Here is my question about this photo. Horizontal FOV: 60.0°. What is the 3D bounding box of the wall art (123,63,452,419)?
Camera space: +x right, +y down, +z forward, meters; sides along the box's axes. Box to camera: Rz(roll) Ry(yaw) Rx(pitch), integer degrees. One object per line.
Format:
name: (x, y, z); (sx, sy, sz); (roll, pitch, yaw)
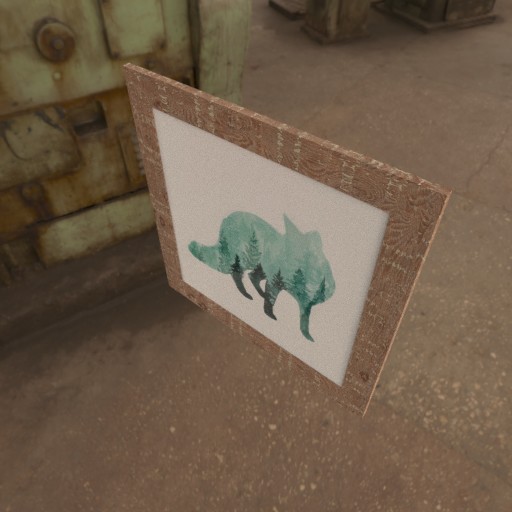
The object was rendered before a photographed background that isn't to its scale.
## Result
wall art: (0.000, 0.000, 0.561); (0.384, 0.384, 0.012); (30, 53, 26)
